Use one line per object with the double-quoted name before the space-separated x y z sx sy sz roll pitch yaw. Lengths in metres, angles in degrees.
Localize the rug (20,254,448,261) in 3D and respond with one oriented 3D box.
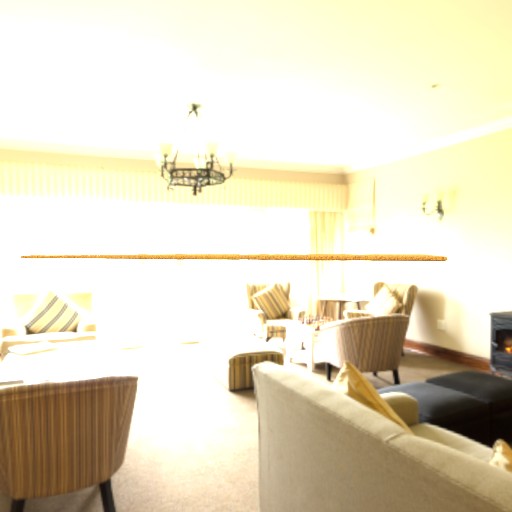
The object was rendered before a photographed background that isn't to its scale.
"rug" 0.000 0.000 4.081 3.047 0.029 2.438 0 1 18
